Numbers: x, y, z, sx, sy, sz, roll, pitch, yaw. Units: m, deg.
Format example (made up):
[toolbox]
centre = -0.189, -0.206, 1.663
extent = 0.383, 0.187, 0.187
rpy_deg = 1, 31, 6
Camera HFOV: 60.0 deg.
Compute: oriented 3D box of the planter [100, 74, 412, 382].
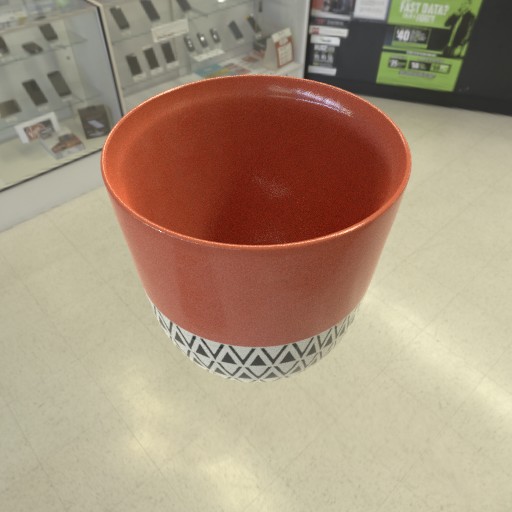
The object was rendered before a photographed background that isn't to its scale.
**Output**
[planter]
centre = 0.000, 0.000, 0.362
extent = 0.195, 0.214, 0.195
rpy_deg = 0, 46, 0
